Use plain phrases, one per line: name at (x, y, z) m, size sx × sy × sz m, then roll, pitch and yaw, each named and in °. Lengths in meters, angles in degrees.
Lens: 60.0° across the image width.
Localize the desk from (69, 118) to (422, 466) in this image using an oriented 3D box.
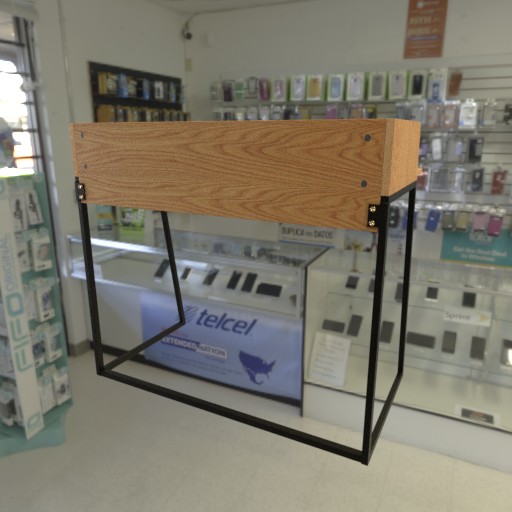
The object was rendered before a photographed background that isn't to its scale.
desk at (0.000, 0.000, 1.852) m, size 1.191 × 1.061 × 0.769 m, roll 8°, pitch 17°, yaw 27°
